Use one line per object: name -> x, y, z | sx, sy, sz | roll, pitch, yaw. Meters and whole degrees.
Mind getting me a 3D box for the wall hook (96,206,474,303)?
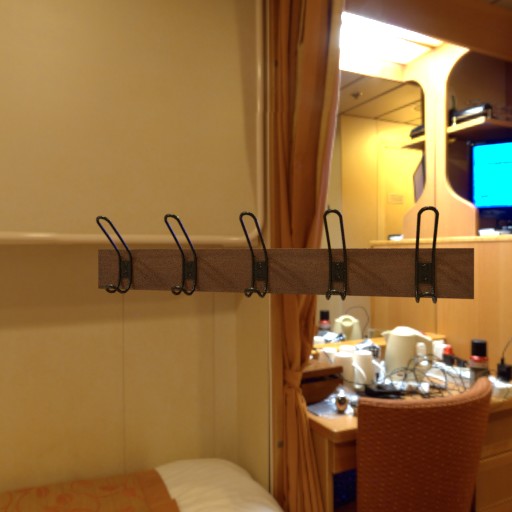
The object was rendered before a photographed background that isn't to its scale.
wall hook -> 0.000, 0.000, 0.610 | 0.554, 0.116, 0.076 | 0, 0, 17
